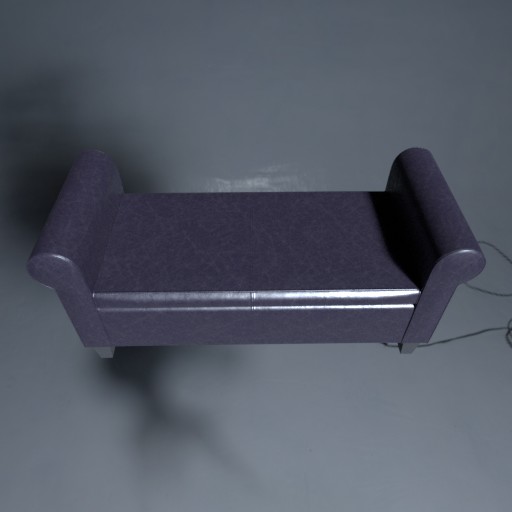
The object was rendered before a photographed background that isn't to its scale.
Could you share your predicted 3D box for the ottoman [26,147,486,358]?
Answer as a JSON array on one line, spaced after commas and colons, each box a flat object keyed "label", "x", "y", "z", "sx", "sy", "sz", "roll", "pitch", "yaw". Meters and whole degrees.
[{"label": "ottoman", "x": 0.000, "y": 0.000, "z": 1.536, "sx": 1.256, "sy": 0.547, "sz": 0.521, "roll": -1, "pitch": 46, "yaw": -1}]
